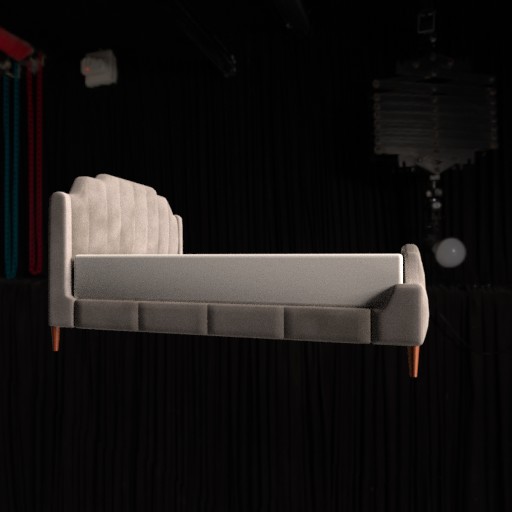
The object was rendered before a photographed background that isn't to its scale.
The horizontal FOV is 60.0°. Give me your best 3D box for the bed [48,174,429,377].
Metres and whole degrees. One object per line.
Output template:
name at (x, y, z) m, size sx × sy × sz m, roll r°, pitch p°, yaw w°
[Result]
bed at (0.000, 0.000, 3.358) m, size 2.340 × 1.245 × 1.676 m, roll 0°, pitch 0°, yaw 17°
